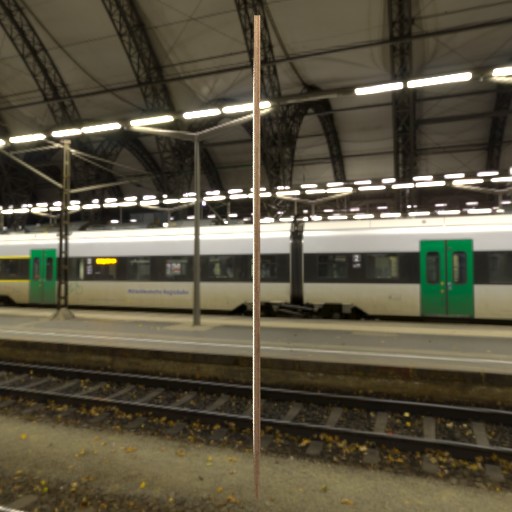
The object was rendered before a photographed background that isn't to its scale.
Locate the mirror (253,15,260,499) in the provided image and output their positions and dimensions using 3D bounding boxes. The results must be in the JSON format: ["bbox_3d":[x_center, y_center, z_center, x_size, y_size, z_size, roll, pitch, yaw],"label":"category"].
[{"bbox_3d":[0.000,0.000,2.269,0.025,2.032,0.812,0,-2,-1],"label":"mirror"}]
